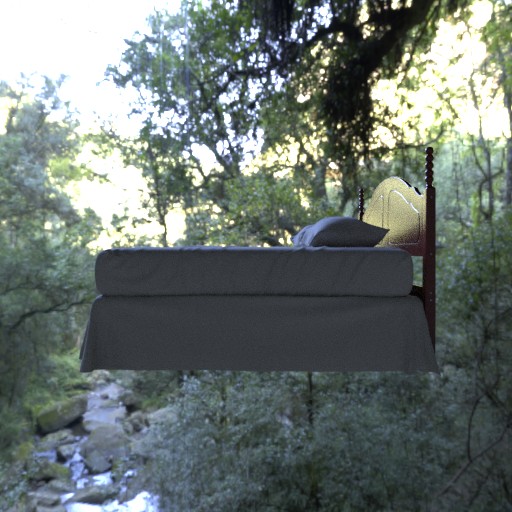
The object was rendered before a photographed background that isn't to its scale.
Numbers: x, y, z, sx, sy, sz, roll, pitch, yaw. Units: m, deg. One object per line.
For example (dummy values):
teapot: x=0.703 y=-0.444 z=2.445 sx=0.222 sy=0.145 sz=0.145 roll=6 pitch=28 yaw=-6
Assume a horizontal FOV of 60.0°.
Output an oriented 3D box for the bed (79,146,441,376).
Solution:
bed: x=0.000 y=0.000 z=3.645 sx=2.219 sy=1.355 sz=2.322 roll=0 pitch=1 yaw=1
